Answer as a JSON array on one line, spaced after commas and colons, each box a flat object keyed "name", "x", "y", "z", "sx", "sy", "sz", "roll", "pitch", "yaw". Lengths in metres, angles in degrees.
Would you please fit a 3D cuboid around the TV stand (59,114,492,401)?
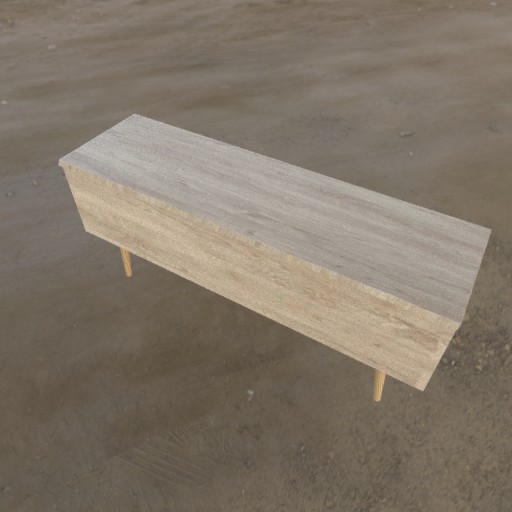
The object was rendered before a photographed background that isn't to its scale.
[{"name": "TV stand", "x": 0.000, "y": 0.000, "z": 1.561, "sx": 1.313, "sy": 0.565, "sz": 0.401, "roll": 23, "pitch": 49, "yaw": 21}]
